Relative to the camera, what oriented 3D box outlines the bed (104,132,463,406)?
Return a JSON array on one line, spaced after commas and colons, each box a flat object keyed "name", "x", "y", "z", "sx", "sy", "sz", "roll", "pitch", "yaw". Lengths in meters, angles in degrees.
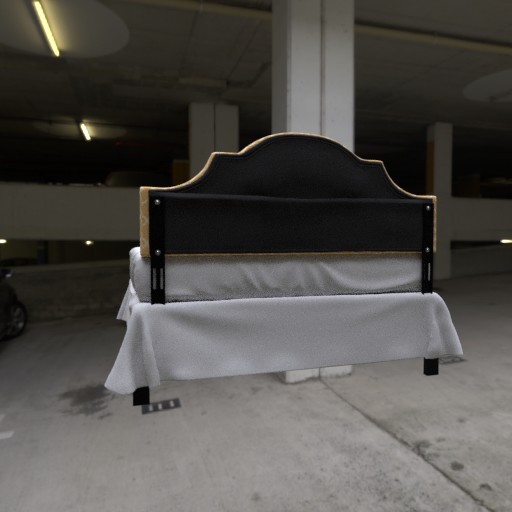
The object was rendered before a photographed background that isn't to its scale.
[{"name": "bed", "x": 0.000, "y": 0.000, "z": 3.691, "sx": 2.314, "sy": 1.601, "sz": 2.222, "roll": -1, "pitch": 3, "yaw": -16}]
